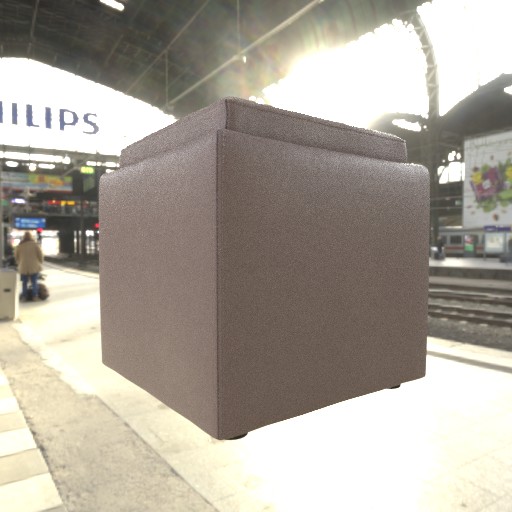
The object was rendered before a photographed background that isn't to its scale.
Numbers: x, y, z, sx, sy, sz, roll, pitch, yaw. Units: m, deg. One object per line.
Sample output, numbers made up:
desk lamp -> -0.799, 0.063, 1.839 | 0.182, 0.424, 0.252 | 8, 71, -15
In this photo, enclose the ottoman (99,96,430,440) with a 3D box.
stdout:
ottoman -> 0.000, 0.000, 0.820 | 0.450, 0.460, 0.451 | -1, 2, -37
